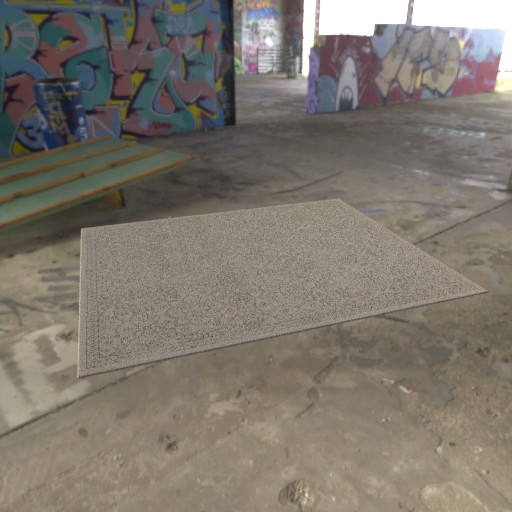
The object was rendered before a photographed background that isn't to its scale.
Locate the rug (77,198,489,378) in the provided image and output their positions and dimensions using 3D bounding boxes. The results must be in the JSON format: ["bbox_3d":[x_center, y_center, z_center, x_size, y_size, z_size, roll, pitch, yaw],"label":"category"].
[{"bbox_3d":[0.000,0.000,4.077,3.050,0.015,2.441,-9,27,-17],"label":"rug"}]
